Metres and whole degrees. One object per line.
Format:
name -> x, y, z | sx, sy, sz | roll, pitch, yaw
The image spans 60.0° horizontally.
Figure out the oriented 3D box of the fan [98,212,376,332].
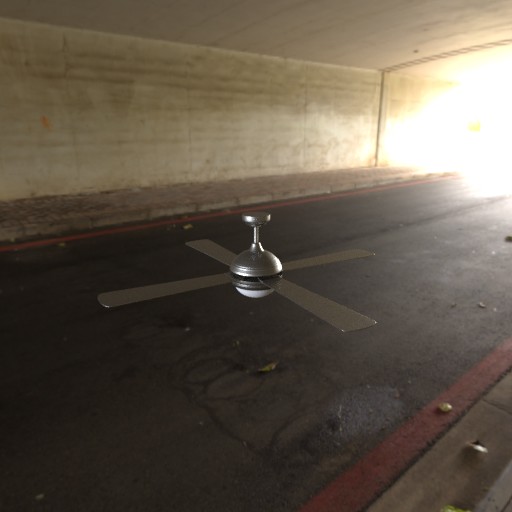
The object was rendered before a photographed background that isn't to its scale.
fan -> 0.000, 0.000, 2.001 | 1.321, 0.381, 1.321 | -3, 16, -10
